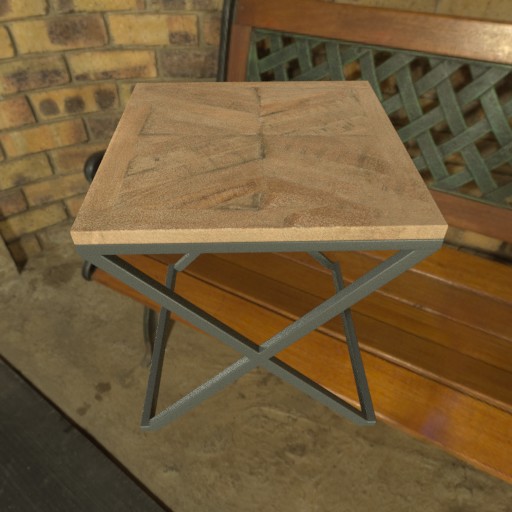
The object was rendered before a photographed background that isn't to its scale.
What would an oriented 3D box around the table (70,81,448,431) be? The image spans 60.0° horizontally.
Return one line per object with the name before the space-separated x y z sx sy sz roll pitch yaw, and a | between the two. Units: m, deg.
table | 0.000 0.000 0.943 0.498 0.550 0.499 -1 42 -1
